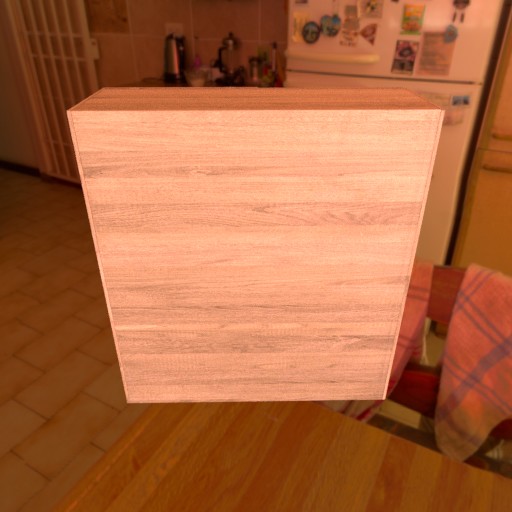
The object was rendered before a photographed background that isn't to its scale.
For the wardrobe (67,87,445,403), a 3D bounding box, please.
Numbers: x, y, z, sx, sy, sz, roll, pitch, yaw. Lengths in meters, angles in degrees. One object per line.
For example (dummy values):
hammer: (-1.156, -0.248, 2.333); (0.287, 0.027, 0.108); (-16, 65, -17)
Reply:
wardrobe: (0.000, 0.000, 2.842); (1.780, 1.960, 0.629); (-1, 30, -1)
